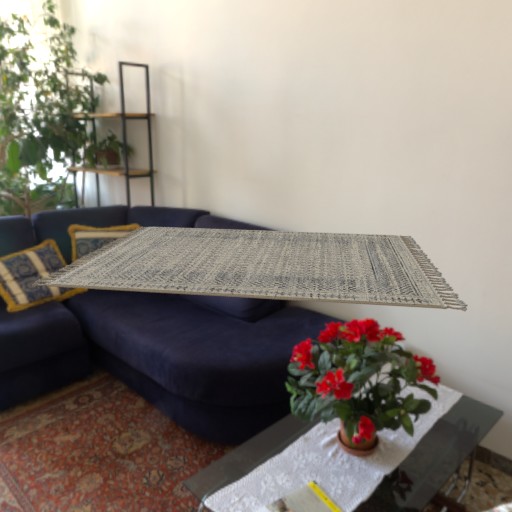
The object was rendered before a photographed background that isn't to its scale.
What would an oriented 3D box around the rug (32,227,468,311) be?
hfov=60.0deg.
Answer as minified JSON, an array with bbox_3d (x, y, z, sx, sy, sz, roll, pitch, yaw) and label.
[{"bbox_3d":[0.000,0.000,2.426,1.872,0.013,1.243,2,16,8],"label":"rug"}]
